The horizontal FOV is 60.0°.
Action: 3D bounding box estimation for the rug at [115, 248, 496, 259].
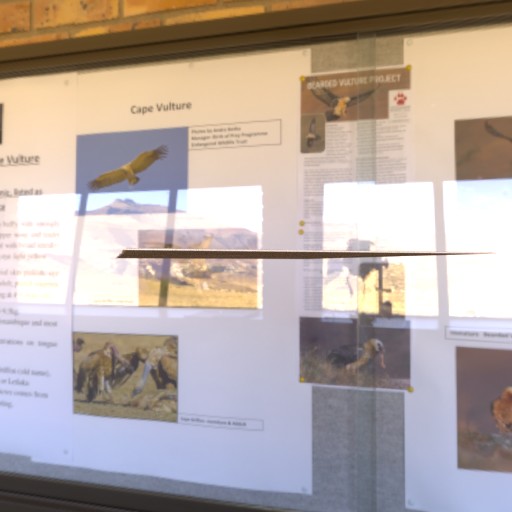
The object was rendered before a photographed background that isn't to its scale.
[{"bbox_3d":[0.000,0.000,3.969,2.363,0.012,2.980,0,-1,-18],"label":"rug"}]
